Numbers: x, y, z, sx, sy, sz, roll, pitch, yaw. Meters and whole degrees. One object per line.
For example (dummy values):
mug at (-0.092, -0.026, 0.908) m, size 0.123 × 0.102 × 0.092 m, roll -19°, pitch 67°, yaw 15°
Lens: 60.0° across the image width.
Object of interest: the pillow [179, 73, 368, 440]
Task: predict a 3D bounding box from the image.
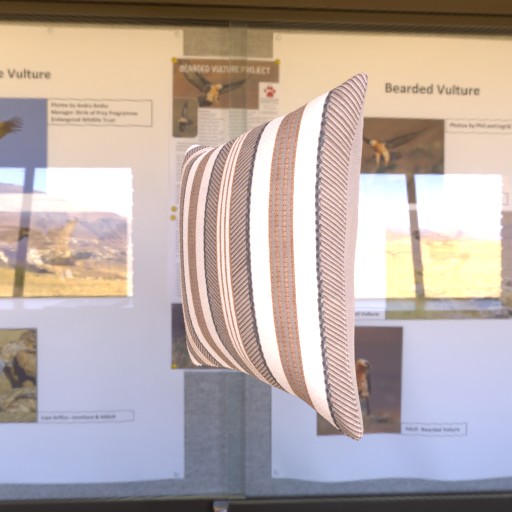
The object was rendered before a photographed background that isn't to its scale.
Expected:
pillow at (0.000, 0.000, 0.646) m, size 0.173 × 0.401 × 0.416 m, roll 0°, pitch 1°, yaw -35°
